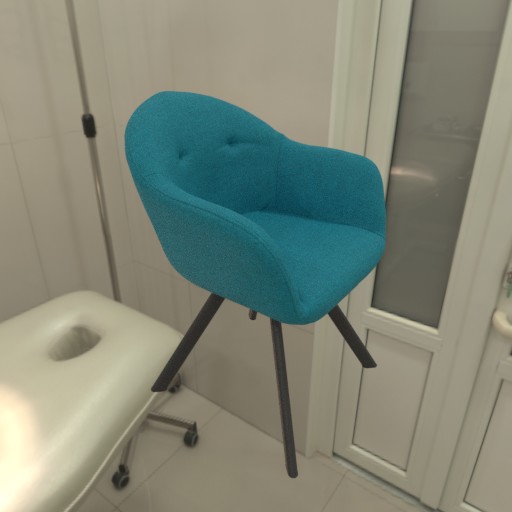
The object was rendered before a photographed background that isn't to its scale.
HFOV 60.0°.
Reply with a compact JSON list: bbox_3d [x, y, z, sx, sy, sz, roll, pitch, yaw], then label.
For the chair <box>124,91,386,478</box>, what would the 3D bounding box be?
[{"bbox_3d":[0.000,0.000,1.150,0.565,0.775,0.545,18,32,32],"label":"chair"}]
